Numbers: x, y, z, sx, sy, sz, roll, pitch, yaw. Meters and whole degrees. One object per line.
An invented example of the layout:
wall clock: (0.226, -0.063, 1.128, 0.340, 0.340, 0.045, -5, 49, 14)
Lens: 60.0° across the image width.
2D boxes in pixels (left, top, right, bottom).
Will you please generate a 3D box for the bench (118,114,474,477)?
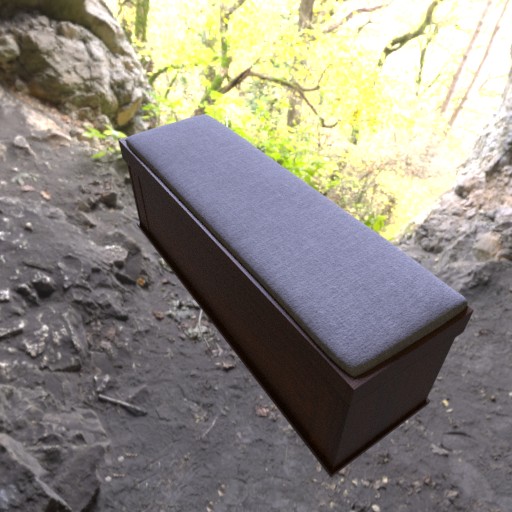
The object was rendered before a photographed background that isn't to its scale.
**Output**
bench: (0.000, 0.000, 1.393, 0.367, 0.468, 1.196, -24, 46, -25)
